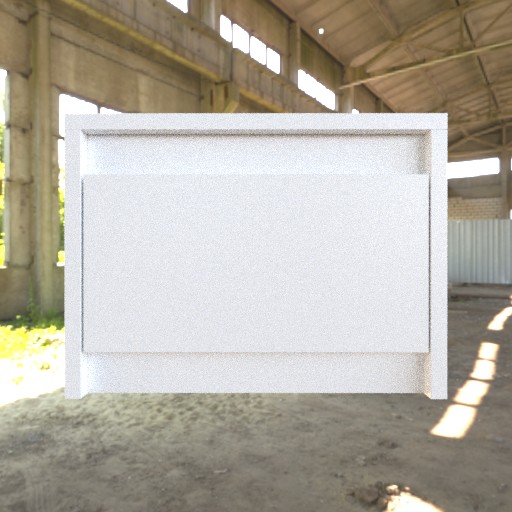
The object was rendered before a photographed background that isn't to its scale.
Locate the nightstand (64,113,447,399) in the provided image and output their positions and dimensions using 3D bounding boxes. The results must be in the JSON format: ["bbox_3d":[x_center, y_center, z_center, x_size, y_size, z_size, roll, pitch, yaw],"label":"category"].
[{"bbox_3d":[0.000,0.000,0.747,0.470,0.351,0.408,0,0,0],"label":"nightstand"}]
